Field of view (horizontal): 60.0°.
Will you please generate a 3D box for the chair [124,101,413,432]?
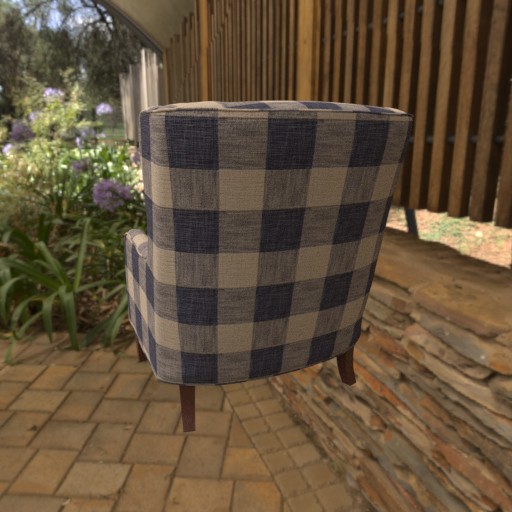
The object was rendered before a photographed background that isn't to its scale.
[{"bbox_3d":[0.000,0.000,1.646,0.830,1.041,0.889,-7,17,-25],"label":"chair"}]
